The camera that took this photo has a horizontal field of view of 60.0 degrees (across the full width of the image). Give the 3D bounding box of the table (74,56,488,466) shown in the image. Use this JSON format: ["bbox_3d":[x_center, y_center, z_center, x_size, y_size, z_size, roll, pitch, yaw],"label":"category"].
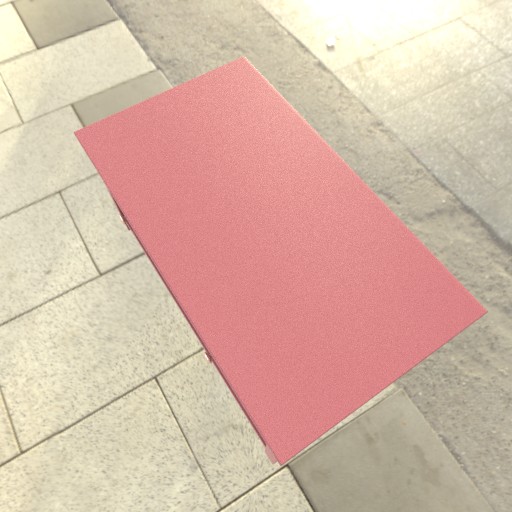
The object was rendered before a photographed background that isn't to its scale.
[{"bbox_3d":[0.000,0.000,1.395,0.612,0.493,1.068,-30,67,-15],"label":"table"}]
